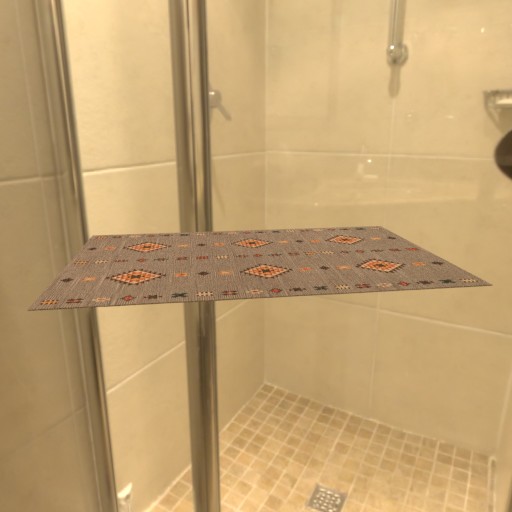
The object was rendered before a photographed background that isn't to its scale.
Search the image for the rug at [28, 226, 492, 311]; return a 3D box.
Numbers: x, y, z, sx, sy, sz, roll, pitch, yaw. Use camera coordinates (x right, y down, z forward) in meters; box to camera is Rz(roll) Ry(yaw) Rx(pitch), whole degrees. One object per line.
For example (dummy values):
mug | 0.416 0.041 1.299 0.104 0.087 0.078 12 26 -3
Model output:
rug | 0.000 0.000 3.004 2.427 0.007 1.515 -2 17 -8
